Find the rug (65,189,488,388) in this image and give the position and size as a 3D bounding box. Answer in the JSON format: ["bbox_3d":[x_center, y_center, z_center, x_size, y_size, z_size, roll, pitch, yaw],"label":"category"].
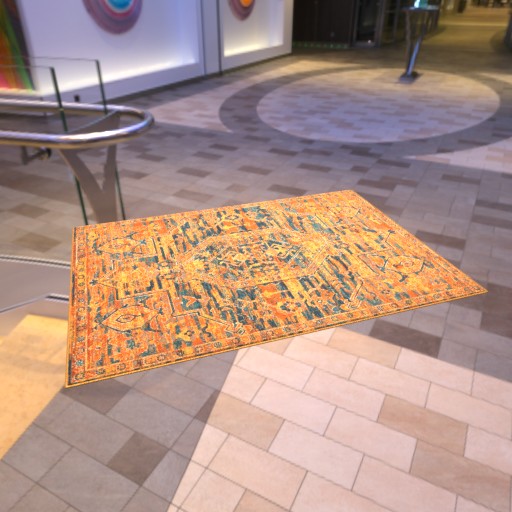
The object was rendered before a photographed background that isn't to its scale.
[{"bbox_3d":[0.000,0.000,3.685,2.916,0.019,2.043,-10,32,-16],"label":"rug"}]
